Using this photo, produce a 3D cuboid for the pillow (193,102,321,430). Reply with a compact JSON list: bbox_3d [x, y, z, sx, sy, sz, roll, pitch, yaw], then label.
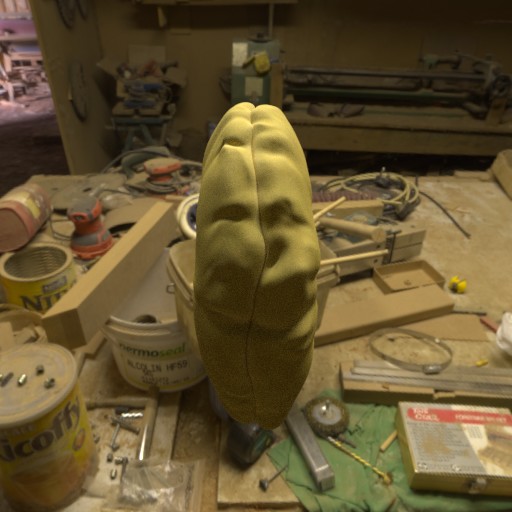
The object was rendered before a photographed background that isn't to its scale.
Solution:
[{"bbox_3d":[0.000,0.000,0.626,0.148,0.407,0.428,0,33,0],"label":"pillow"}]
